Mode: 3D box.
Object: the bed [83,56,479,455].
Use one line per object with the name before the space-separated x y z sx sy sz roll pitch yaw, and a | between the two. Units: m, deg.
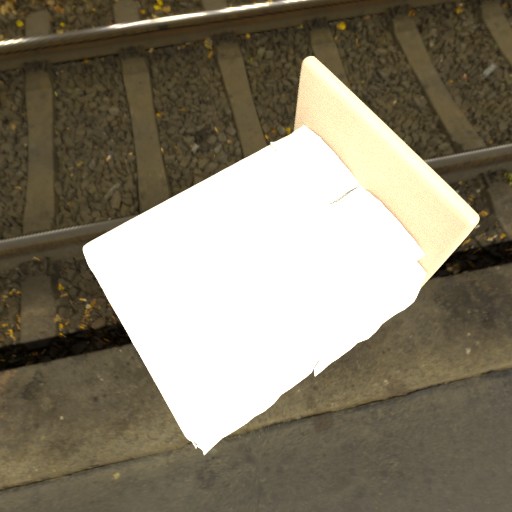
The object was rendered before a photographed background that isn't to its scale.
bed | 0.000 0.000 3.183 2.142 1.330 1.723 -31 68 -14
